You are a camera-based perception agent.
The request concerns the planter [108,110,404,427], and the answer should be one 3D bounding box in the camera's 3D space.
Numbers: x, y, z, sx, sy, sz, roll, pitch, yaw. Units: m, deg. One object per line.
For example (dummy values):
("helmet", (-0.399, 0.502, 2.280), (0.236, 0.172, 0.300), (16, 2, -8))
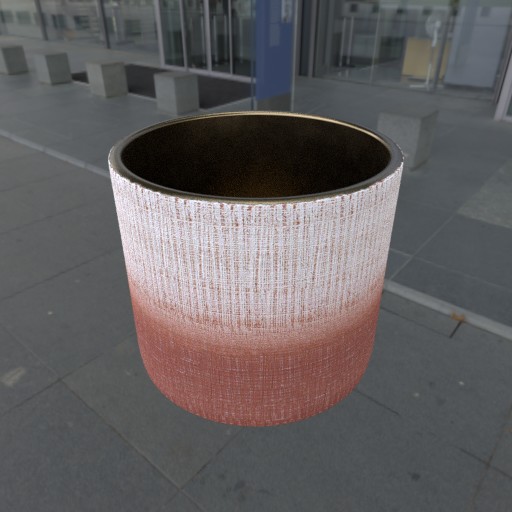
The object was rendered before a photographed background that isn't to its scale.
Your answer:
("planter", (0.000, 0.000, 0.388), (0.221, 0.201, 0.221), (0, 31, 0))
